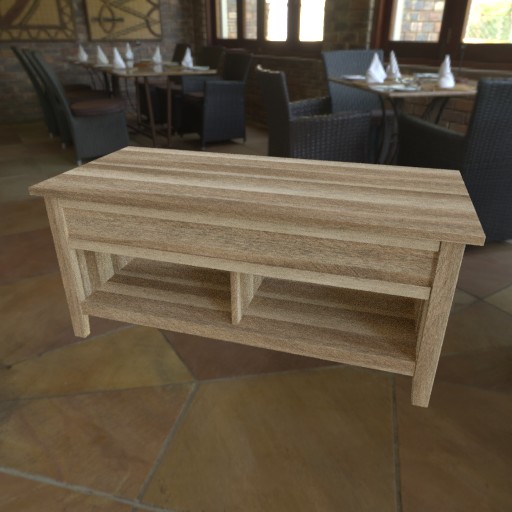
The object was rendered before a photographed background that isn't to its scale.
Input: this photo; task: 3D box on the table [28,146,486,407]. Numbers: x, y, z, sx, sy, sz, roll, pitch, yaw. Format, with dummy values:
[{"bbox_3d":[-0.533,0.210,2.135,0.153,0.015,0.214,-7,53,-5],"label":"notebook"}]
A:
[{"bbox_3d":[0.000,0.000,1.335,1.095,0.480,0.493,8,28,15],"label":"table"}]
